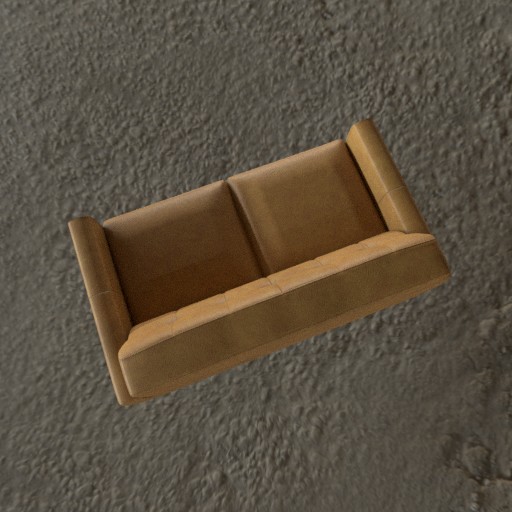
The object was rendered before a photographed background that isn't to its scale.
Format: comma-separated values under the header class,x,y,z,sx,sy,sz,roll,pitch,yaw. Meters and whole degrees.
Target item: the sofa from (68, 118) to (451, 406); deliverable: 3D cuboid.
class,x,y,z,sx,sy,sz,roll,pitch,yaw
sofa,0.000,0.000,2.295,1.651,0.925,0.952,-20,76,-5
